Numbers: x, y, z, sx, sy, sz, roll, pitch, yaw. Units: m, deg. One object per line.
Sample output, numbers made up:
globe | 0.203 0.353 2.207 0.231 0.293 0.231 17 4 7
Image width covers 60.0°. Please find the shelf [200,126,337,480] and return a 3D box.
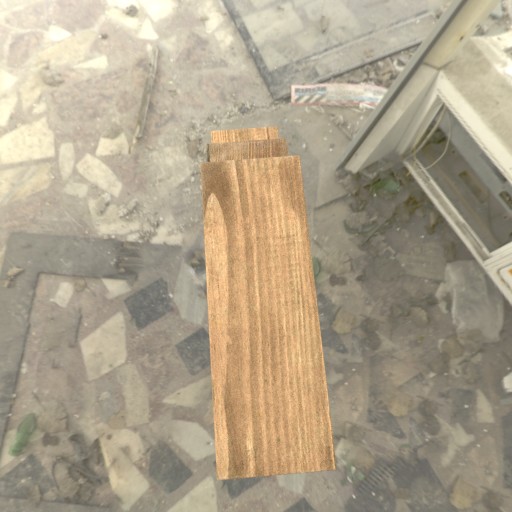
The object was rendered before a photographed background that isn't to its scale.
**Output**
shelf | 0.000 0.000 0.735 0.140 0.293 0.610 -4 75 -1
